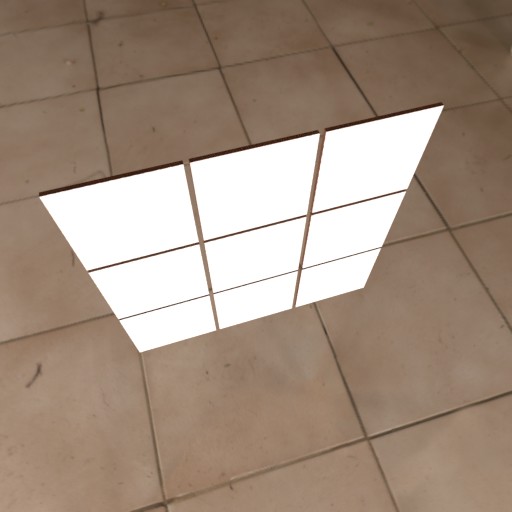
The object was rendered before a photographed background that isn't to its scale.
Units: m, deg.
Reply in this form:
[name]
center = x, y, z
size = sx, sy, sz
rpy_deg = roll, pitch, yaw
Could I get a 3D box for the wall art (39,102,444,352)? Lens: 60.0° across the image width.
[wall art]
center = 0.000, 0.000, 1.851
size = 1.256, 1.246, 0.017
rpy_deg = -15, 59, -9
